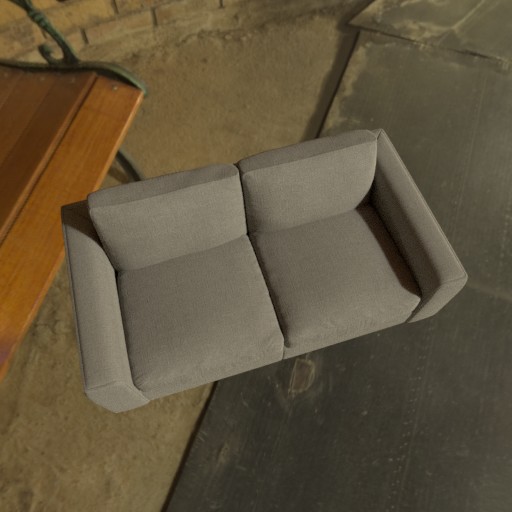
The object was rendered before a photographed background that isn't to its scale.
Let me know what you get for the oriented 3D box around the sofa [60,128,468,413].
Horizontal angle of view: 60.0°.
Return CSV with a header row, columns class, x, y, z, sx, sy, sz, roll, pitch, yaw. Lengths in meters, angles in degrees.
class,x,y,z,sx,sy,sz,roll,pitch,yaw
sofa,0.000,0.000,2.408,1.920,0.800,1.069,-15,64,-8
